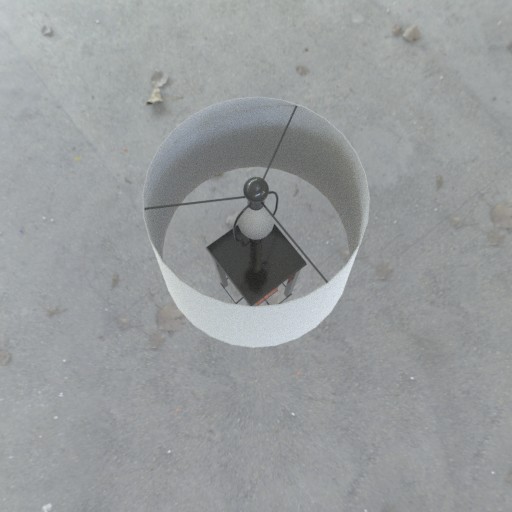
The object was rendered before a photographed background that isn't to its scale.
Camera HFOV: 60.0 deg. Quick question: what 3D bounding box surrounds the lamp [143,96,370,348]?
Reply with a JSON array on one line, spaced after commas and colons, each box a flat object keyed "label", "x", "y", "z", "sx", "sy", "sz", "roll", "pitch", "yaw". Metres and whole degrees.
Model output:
[{"label": "lamp", "x": 0.000, "y": 0.000, "z": 0.778, "sx": 0.320, "sy": 0.591, "sz": 0.320, "roll": 0, "pitch": 74, "yaw": 0}]
